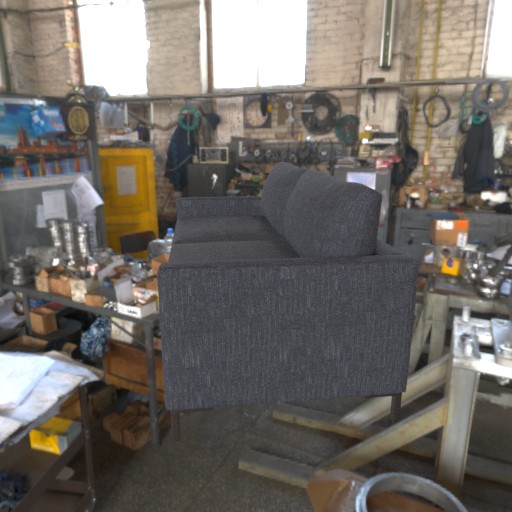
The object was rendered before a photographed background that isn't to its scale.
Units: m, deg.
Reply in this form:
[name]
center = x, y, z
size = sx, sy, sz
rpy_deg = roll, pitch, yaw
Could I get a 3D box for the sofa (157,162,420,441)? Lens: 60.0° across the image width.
[sofa]
center = 0.000, 0.000, 2.242
size = 0.866, 0.862, 1.716
rpy_deg = -2, 15, -7
